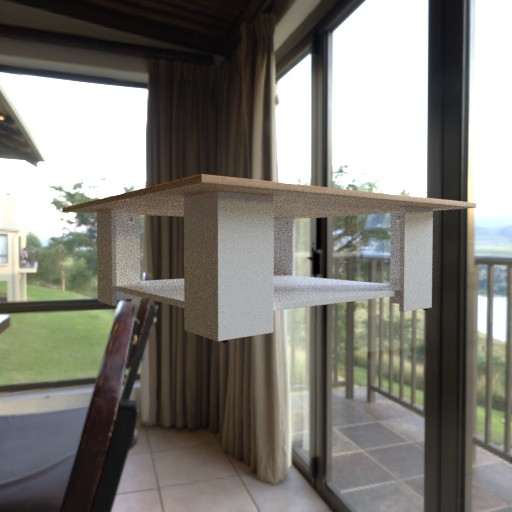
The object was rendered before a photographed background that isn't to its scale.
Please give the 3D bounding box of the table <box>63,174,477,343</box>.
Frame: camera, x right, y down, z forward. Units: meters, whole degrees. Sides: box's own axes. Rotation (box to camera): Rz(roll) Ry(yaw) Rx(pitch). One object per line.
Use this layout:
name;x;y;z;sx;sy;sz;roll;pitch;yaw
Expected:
table;0.000;0.000;1.344;0.890;0.305;0.890;-1;2;-37
